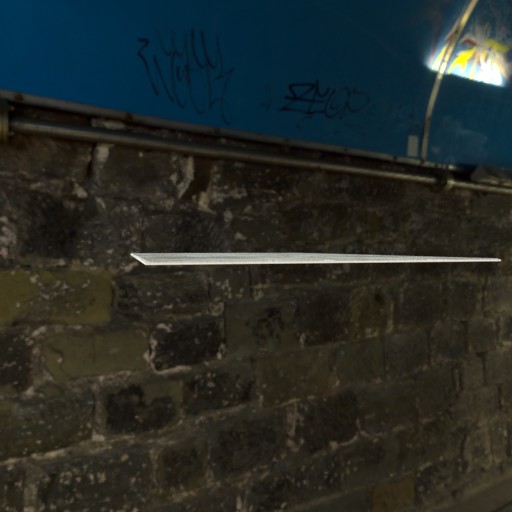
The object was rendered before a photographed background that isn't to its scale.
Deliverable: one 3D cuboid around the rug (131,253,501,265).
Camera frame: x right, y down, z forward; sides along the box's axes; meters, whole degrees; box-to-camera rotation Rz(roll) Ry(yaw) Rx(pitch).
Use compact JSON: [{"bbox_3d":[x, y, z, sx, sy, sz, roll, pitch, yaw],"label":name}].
[{"bbox_3d":[0.000,0.000,2.906,1.536,0.012,2.431,0,1,-17],"label":"rug"}]
